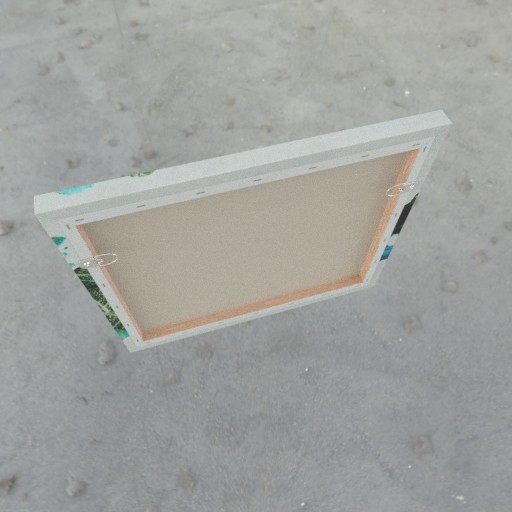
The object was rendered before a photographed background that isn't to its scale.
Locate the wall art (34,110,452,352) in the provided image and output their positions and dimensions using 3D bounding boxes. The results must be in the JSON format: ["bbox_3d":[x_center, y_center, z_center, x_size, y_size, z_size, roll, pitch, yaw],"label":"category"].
[{"bbox_3d":[0.000,0.000,0.993,0.711,0.610,0.043,-14,59,-9],"label":"wall art"}]
